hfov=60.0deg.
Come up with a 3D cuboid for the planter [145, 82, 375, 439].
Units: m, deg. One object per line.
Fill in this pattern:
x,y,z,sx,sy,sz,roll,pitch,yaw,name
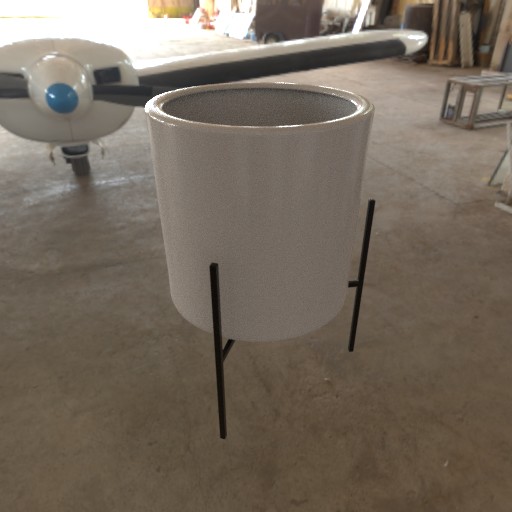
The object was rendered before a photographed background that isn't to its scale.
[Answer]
0.000,0.000,0.646,0.307,0.431,0.308,9,32,15,planter
